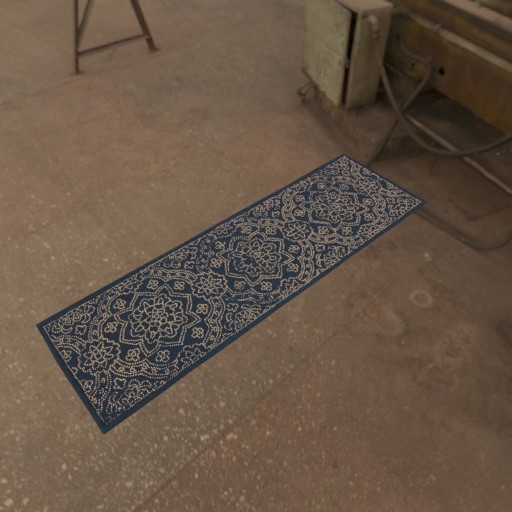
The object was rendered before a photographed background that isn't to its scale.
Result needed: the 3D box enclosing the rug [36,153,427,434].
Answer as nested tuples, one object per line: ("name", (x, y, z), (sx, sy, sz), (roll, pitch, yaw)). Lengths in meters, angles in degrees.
("rug", (0.000, 0.000, 2.702), (2.448, 0.012, 0.769), (-32, 55, -26))
